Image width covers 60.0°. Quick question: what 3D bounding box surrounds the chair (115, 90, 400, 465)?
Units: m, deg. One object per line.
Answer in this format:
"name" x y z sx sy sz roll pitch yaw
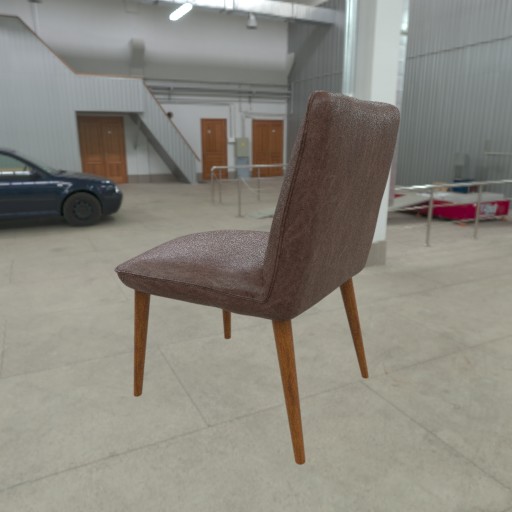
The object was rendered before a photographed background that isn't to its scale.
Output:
"chair" 0.000 0.000 1.224 0.645 0.803 0.543 8 17 27
